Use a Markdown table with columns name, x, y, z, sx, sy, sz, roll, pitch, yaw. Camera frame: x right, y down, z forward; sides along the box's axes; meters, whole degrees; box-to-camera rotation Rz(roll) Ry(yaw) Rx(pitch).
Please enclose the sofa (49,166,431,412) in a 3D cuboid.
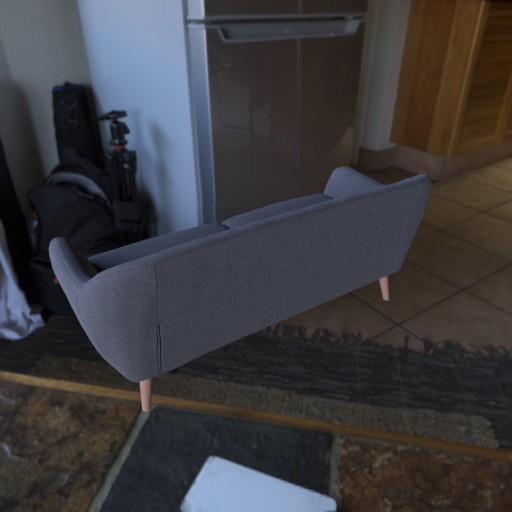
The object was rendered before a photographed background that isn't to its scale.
| name | x | y | z | sx | sy | sz | roll | pitch | yaw |
| --- | --- | --- | --- | --- | --- | --- | --- | --- | --- |
| sofa | 0.000 | 0.000 | 2.282 | 1.840 | 0.820 | 0.820 | -18 | 36 | -28 |
